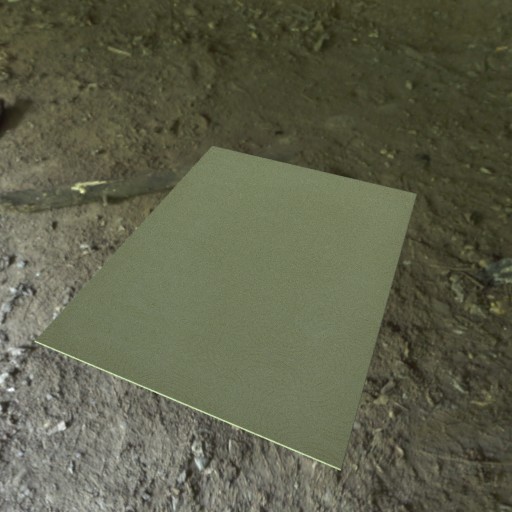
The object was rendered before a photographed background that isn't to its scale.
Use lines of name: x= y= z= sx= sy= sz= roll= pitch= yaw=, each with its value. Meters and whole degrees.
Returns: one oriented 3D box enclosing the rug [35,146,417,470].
rug: x=0.000 y=0.000 z=3.463 sx=2.073 sy=0.011 sz=2.584 roll=17 pitch=48 yaw=16
